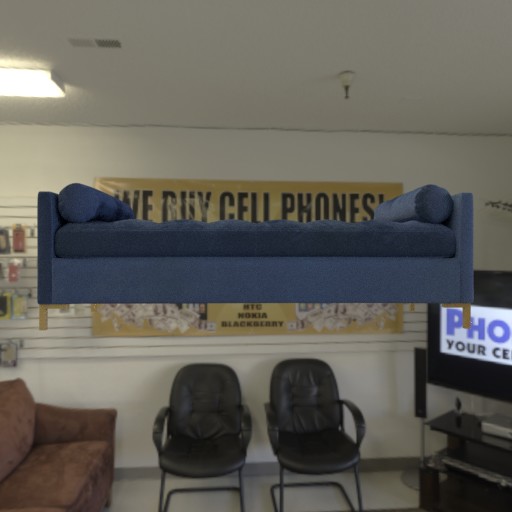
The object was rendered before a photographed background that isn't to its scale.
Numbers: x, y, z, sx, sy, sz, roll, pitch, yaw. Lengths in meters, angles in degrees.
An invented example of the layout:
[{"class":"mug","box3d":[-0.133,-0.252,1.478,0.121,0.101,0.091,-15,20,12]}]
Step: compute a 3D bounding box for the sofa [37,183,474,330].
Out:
[{"class":"sofa","box3d":[0.000,0.000,2.480,2.102,0.705,0.796,0,0,-1]}]
